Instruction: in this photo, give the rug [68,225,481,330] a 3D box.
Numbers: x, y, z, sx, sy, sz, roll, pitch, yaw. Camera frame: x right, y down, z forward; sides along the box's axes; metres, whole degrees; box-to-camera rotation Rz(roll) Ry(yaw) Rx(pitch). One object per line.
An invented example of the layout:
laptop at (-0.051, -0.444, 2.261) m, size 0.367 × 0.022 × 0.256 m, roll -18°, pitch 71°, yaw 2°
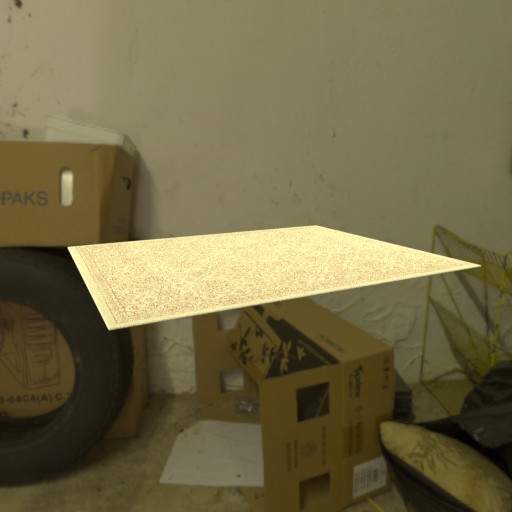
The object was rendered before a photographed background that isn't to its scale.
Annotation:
rug at (0.000, 0.000, 4.132) m, size 3.050 × 0.015 × 2.441 m, roll -7°, pitch 15°, yaw -27°
